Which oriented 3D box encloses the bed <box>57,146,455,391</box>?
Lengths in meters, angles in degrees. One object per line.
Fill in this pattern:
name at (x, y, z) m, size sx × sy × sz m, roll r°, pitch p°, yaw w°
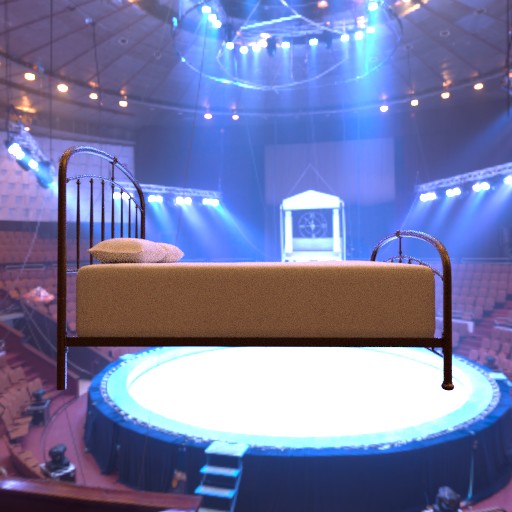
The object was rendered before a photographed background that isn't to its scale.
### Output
bed at (0.000, 0.000, 3.243) m, size 2.168 × 1.475 × 1.711 m, roll 0°, pitch -1°, yaw 1°
